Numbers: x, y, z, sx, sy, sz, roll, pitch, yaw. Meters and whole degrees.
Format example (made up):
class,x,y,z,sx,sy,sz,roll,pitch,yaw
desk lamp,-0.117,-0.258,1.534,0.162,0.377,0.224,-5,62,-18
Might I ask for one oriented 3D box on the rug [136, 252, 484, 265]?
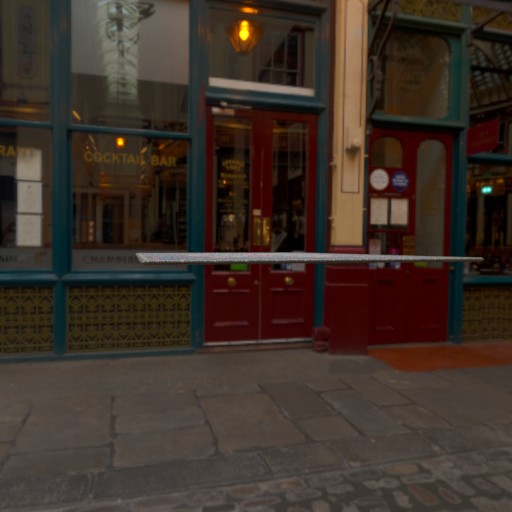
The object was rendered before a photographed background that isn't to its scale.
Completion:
class,x,y,z,sx,sy,sz,roll,pitch,yaw
rug,0.000,0.000,2.206,1.144,0.014,1.748,0,1,-16
